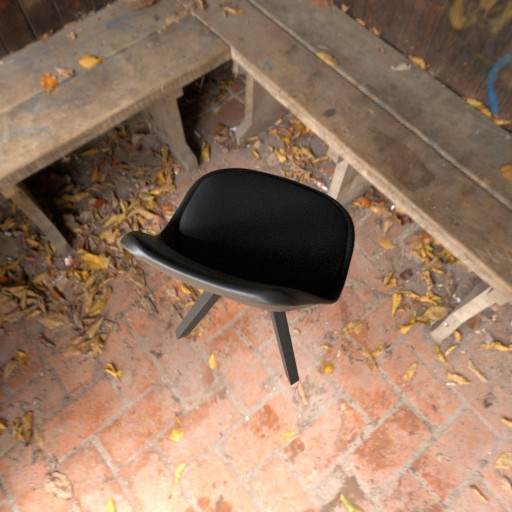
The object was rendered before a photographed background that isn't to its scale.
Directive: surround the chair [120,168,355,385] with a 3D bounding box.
[{"bbox_3d":[0.000,0.000,1.192,0.485,0.850,0.530,20,66,9],"label":"chair"}]
